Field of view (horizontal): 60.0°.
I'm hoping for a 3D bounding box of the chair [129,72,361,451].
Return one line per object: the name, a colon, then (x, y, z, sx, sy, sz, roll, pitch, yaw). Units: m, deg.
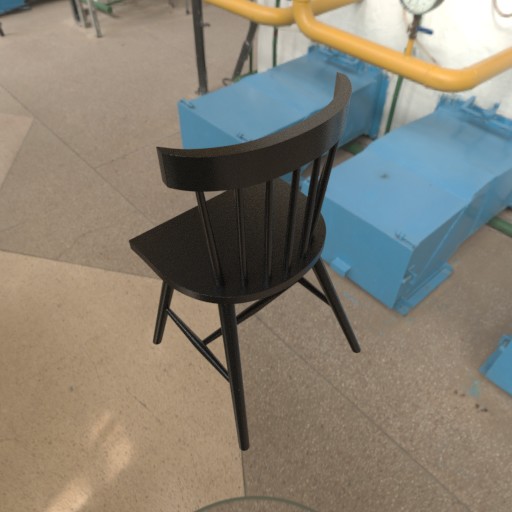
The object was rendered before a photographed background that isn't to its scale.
chair: (0.000, 0.000, 1.160, 0.506, 0.844, 0.483, -32, 54, -27)
